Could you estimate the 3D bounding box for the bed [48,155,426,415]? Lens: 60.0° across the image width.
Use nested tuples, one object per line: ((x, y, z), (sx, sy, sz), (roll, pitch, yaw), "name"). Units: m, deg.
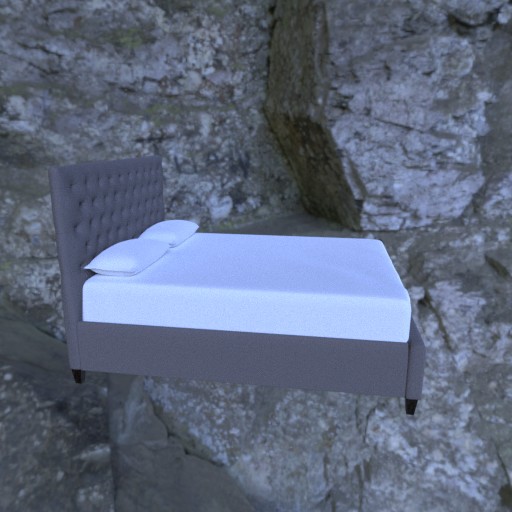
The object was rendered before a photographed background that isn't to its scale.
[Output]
((0.000, 0.000, 3.385), (2.233, 1.426, 1.696), (2, 15, 9), "bed")
